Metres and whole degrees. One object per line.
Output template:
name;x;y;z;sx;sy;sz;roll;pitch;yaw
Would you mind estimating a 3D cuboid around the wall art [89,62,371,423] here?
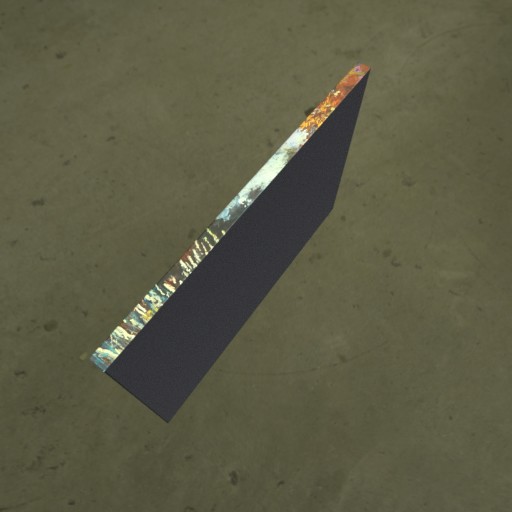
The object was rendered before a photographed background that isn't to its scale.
wall art;0.000;0.000;1.175;0.037;0.604;0.908;32;66;16
